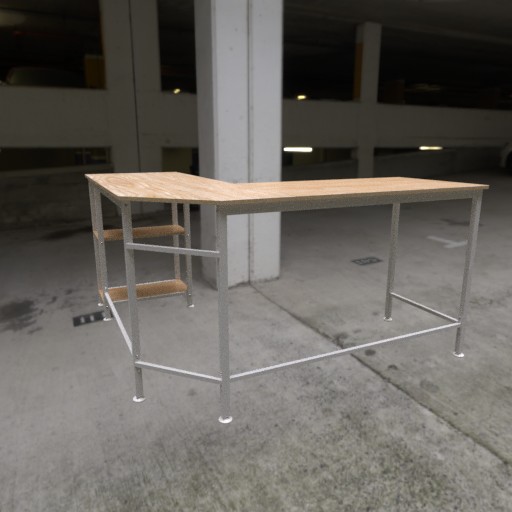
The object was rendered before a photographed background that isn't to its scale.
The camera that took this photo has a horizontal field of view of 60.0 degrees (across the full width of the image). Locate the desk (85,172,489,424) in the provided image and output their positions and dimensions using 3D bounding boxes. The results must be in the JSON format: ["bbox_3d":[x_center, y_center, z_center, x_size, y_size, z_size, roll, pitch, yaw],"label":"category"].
[{"bbox_3d":[0.000,0.000,2.154,1.379,0.739,1.379,-7,16,-25],"label":"desk"}]
